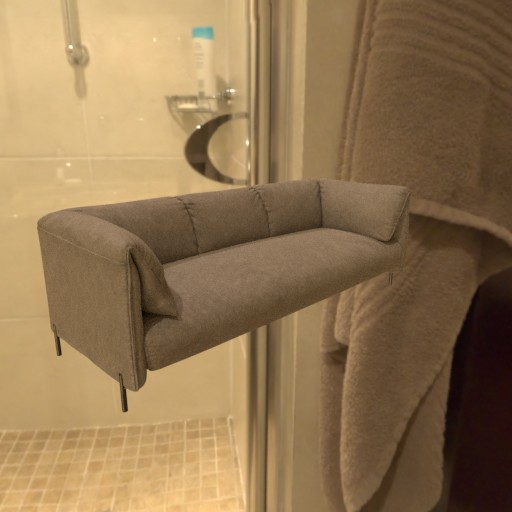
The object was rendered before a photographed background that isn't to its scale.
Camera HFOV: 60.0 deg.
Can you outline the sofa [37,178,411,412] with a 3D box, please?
[{"bbox_3d":[0.000,0.000,2.704,2.238,0.758,0.899,-15,22,-43],"label":"sofa"}]
